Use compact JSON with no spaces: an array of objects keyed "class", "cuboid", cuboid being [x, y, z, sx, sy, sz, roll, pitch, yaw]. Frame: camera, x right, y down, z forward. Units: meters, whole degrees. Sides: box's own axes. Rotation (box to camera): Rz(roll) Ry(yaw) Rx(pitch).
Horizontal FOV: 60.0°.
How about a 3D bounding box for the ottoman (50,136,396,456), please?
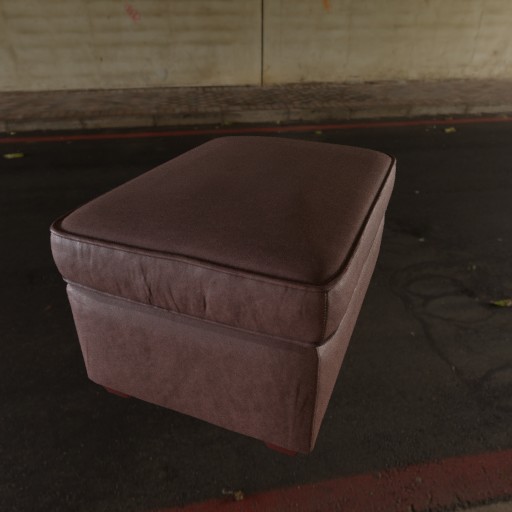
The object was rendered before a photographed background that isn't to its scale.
[{"class":"ottoman","cuboid":[0.000,0.000,1.077,0.548,0.449,0.749,11,31,19]}]
